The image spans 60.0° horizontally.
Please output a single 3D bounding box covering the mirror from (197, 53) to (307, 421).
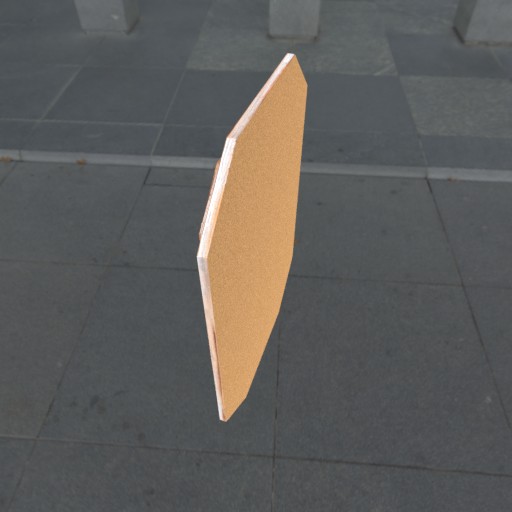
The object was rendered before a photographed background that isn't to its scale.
[{"bbox_3d":[0.000,0.000,1.291,0.061,1.015,0.709,14,48,13],"label":"mirror"}]
